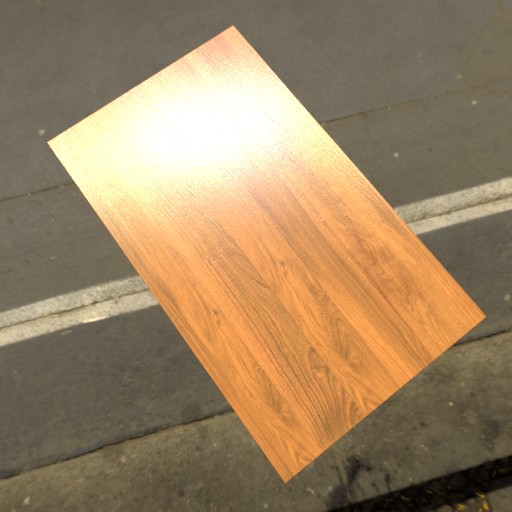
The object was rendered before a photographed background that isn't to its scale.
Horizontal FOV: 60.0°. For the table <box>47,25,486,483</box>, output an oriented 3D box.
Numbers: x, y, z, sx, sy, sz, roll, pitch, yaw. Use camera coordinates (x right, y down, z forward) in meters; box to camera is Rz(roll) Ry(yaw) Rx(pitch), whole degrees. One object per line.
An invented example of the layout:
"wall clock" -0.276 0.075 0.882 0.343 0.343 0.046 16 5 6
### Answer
"table" 0.000 0.000 1.673 0.714 0.760 1.205 -36 79 -8
